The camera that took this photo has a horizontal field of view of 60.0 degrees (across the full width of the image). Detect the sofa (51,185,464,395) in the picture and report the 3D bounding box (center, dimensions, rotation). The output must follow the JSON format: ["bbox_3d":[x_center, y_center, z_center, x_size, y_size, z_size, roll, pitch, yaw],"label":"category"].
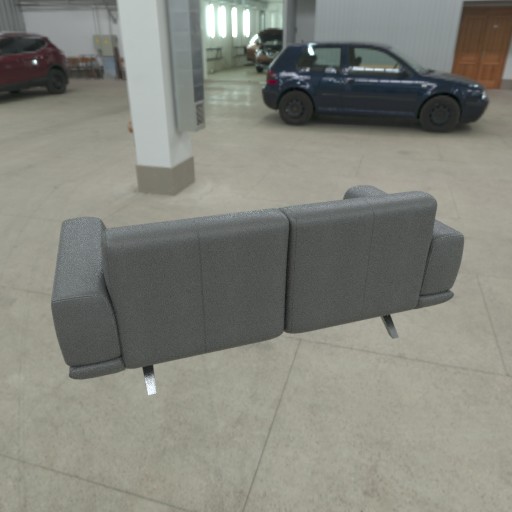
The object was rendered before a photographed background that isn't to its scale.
[{"bbox_3d":[0.000,0.000,2.327,1.901,0.772,0.900,-9,28,-17],"label":"sofa"}]
